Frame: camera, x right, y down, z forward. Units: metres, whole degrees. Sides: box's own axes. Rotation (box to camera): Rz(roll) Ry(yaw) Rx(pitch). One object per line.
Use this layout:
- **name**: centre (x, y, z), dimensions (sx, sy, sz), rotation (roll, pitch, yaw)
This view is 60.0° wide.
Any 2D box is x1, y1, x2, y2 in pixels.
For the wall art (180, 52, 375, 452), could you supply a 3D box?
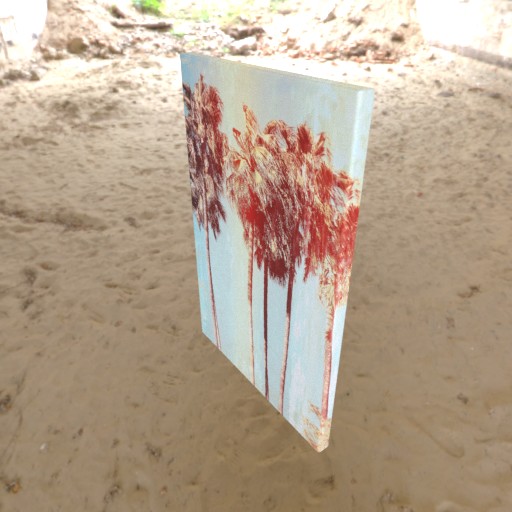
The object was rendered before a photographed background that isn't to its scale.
- **wall art**: centre (0.000, 0.000, 1.153), dimensions (0.037, 0.915, 0.605), rotation (-21, 37, -31)
